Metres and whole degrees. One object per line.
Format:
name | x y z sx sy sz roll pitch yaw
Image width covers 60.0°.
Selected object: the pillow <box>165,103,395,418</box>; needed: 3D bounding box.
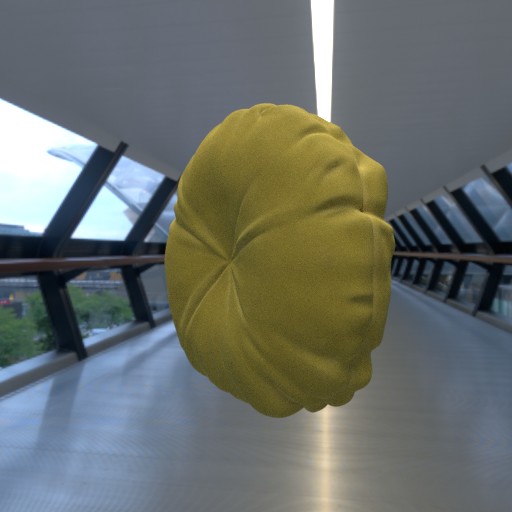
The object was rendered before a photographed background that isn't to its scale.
pillow | 0.000 0.000 0.623 0.148 0.407 0.428 0 0 -37
